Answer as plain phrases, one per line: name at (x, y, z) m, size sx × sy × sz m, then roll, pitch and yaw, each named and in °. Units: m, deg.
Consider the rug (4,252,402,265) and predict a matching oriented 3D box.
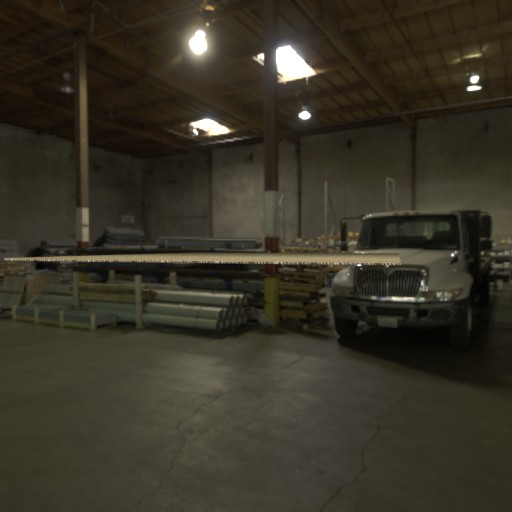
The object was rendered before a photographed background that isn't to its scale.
rug at (0.000, 0.000, 3.747) m, size 2.315 × 0.015 × 2.932 m, roll 0°, pitch 1°, yaw 18°
